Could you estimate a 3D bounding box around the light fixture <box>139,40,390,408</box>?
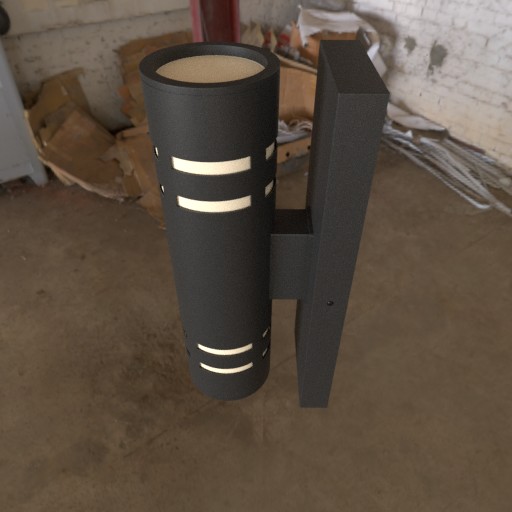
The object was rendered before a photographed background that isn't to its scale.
[{"bbox_3d":[0.000,0.000,0.393,0.149,0.330,0.105,0,41,0],"label":"light fixture"}]
